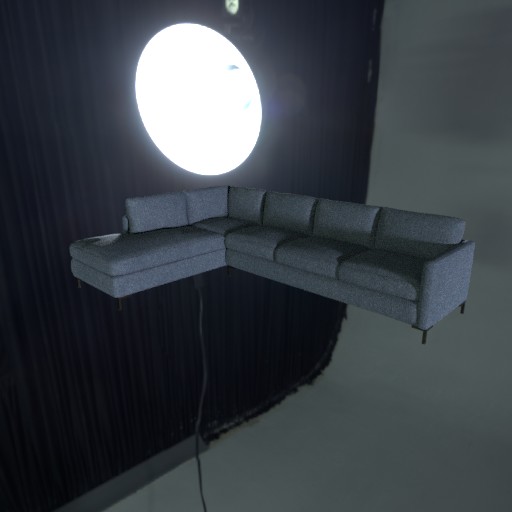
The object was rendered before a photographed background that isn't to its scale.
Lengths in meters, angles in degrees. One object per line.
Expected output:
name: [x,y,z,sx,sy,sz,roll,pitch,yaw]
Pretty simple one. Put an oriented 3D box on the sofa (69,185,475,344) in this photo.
sofa: [0.000,0.000,3.820,2.949,0.815,2.007,16,23,41]
